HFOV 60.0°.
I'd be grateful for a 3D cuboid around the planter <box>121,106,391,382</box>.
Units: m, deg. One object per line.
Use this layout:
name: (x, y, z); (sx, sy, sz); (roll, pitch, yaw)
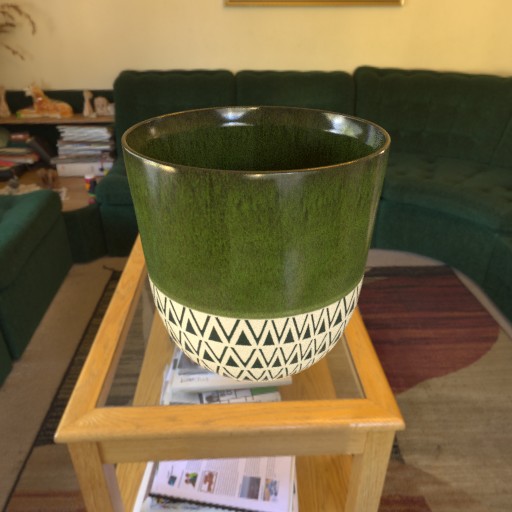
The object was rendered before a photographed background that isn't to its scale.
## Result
planter: (0.000, 0.000, 0.482); (0.245, 0.270, 0.245); (0, 29, 0)
